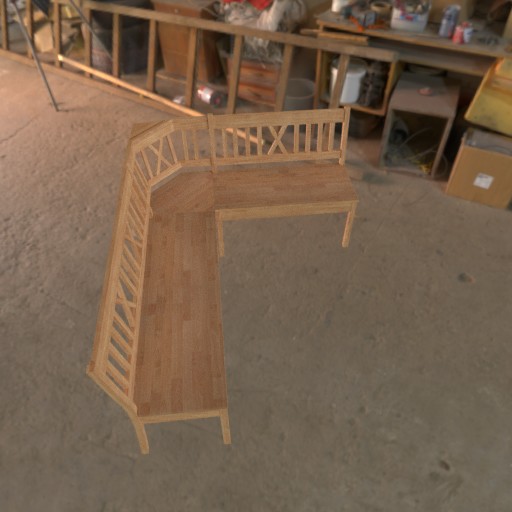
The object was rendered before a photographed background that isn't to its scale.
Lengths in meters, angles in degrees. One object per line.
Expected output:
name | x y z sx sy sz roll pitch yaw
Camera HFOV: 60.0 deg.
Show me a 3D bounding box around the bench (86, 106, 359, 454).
bench | 0.000 0.000 2.767 1.537 0.902 1.937 -4 47 -4
